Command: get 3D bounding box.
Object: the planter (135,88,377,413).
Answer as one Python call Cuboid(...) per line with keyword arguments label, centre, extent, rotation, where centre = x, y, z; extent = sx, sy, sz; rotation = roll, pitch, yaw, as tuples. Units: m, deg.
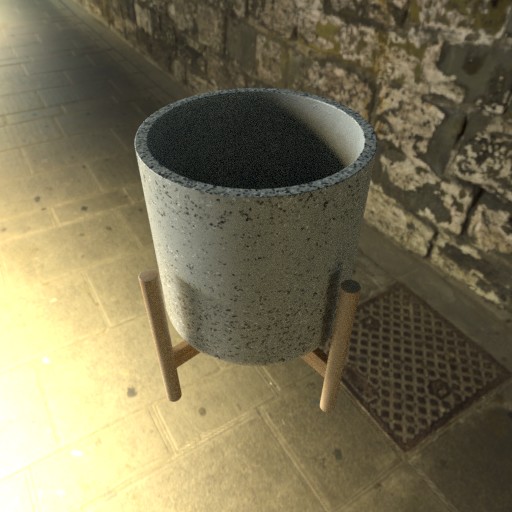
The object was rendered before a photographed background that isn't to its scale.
Cuboid(label="planter", centre=(0.000, 0.000, 0.701), extent=(0.360, 0.419, 0.360), rotation=(-12, 42, -14))
